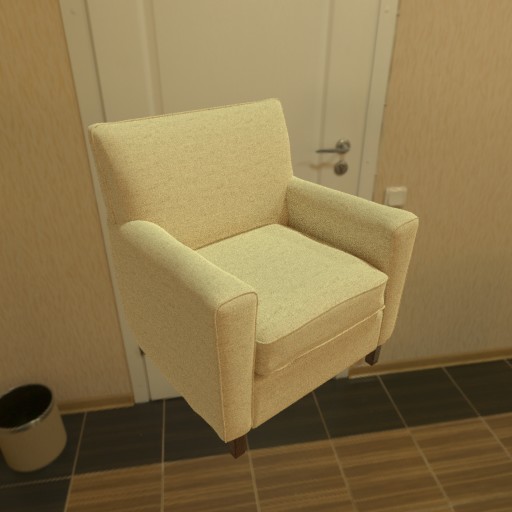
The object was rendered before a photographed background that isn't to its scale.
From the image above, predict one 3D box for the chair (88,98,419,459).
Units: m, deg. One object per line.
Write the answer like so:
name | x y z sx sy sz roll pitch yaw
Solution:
chair | 0.000 0.000 1.643 0.870 0.943 0.823 -21 36 -33
